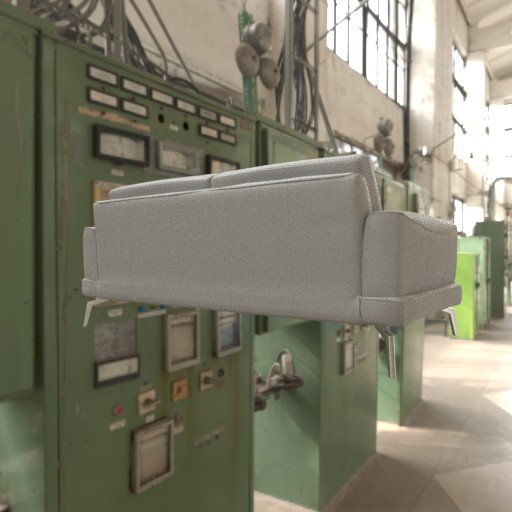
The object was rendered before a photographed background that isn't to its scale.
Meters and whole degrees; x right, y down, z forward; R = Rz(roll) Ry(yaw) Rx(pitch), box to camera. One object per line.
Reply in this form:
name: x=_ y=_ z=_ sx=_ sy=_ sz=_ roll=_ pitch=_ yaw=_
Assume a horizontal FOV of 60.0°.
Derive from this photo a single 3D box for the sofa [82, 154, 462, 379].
sofa: x=0.000 y=0.000 z=2.740 sx=2.177 sy=0.930 sz=1.121 roll=0 pitch=1 yaw=36
